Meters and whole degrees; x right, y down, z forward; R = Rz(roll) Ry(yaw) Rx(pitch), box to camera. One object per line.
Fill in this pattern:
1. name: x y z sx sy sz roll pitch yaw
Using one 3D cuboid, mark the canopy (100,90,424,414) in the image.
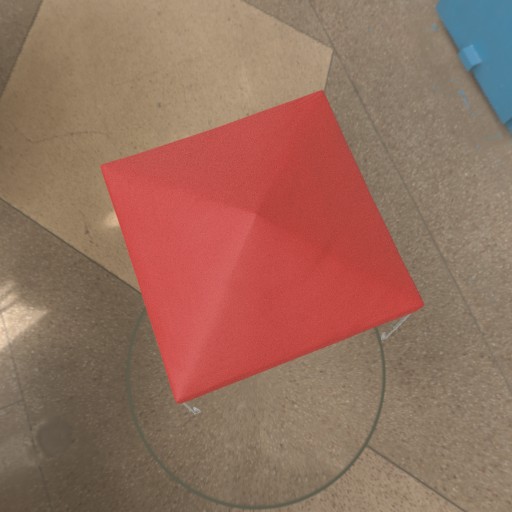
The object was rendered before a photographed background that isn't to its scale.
1. canopy: 0.000 0.000 6.329 3.600 3.600 3.599 -20 77 -5
